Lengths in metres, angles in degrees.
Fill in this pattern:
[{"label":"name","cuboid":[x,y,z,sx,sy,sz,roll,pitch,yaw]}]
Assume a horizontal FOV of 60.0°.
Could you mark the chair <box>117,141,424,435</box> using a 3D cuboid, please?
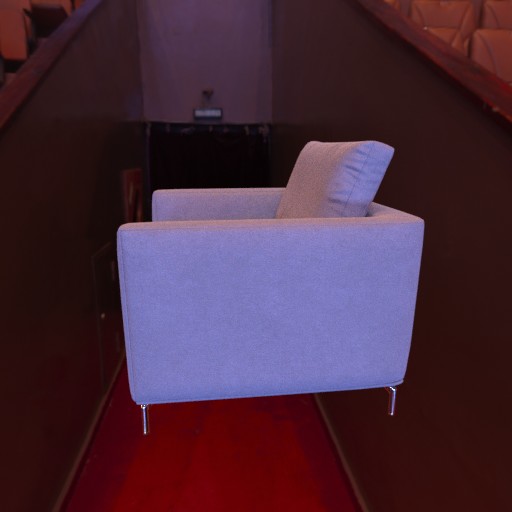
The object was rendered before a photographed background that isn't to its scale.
[{"label":"chair","cuboid":[0.000,0.000,1.707,0.889,0.864,1.041,-2,14,-7]}]
